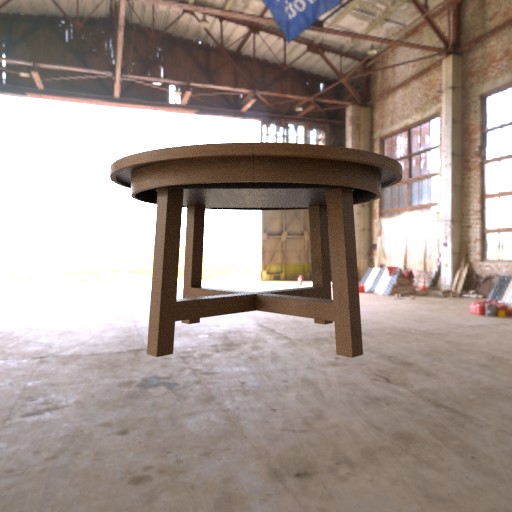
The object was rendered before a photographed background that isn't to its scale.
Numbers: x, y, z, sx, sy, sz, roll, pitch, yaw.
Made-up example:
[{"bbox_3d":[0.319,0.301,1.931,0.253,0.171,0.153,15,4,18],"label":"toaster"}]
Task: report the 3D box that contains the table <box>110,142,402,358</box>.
[{"bbox_3d":[0.000,0.000,2.108,1.319,0.762,1.319,0,1,0],"label":"table"}]
